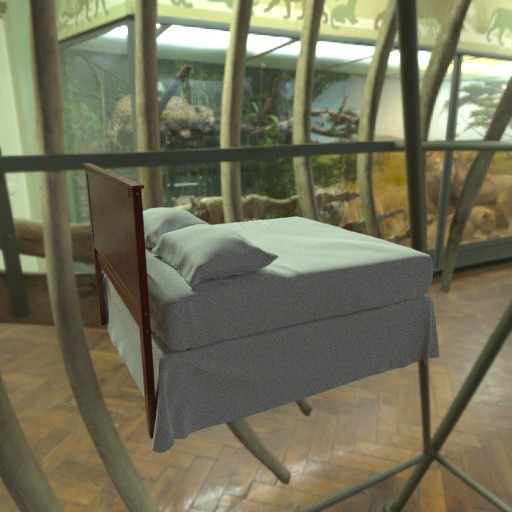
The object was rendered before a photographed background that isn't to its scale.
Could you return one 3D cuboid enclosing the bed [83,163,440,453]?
[{"bbox_3d":[0.000,0.000,3.187,2.050,1.270,1.870,-8,17,-26],"label":"bed"}]
